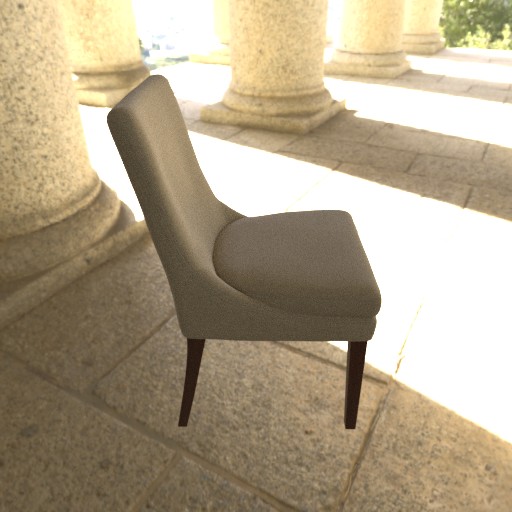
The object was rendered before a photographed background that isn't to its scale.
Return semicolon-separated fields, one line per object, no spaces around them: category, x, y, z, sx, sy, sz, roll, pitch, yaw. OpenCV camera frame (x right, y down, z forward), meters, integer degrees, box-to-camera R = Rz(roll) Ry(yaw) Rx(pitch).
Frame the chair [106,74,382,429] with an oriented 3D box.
chair;0.000;0.000;1.302;0.638;0.940;0.515;0;32;1
